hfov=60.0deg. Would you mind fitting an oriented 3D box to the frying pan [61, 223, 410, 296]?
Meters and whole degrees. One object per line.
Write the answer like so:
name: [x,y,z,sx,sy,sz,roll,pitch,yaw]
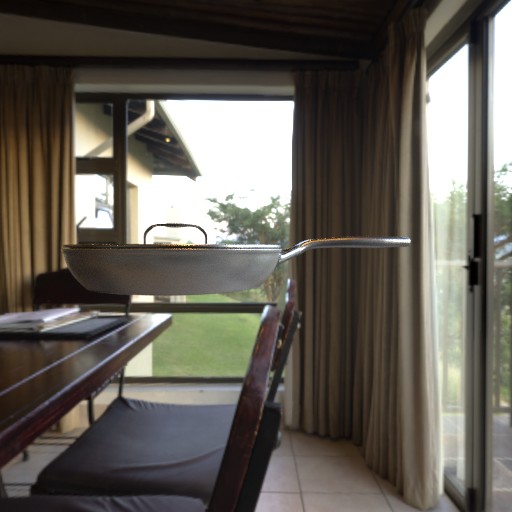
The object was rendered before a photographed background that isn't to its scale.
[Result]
frying pan: [0.000,0.000,0.607,0.490,0.086,0.272,0,1,-19]
